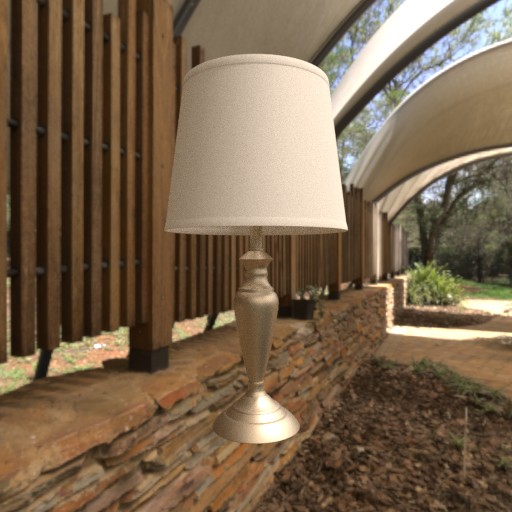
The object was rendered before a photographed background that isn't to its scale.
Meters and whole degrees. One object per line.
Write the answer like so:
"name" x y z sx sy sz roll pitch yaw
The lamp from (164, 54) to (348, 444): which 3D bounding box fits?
"lamp" 0.000 0.000 0.809 0.328 0.619 0.328 0 0 0
